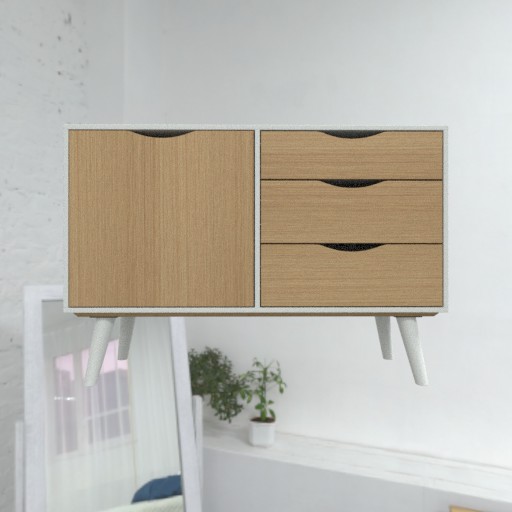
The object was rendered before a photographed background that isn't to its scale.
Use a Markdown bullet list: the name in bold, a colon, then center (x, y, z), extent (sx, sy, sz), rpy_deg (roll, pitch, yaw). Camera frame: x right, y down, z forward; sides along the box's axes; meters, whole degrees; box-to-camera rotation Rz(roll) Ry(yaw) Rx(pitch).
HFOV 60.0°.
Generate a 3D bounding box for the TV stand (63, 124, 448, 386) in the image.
- **TV stand**: center (0.000, 0.000, 1.575), extent (1.193, 0.812, 0.406), rpy_deg (0, 0, 0)
